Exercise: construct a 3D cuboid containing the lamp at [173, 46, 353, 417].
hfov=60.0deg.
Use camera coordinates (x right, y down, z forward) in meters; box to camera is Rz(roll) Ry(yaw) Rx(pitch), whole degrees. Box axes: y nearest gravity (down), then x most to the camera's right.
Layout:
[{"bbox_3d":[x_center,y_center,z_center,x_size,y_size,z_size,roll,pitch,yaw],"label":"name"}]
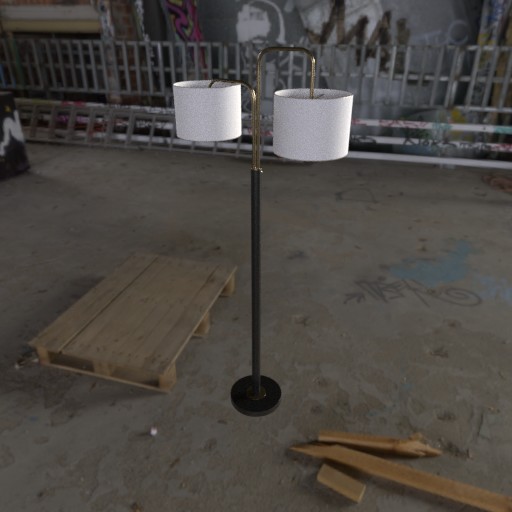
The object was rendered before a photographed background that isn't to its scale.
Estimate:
[{"bbox_3d":[0.000,0.000,1.852,0.711,1.587,0.254,19,33,32],"label":"lamp"}]
